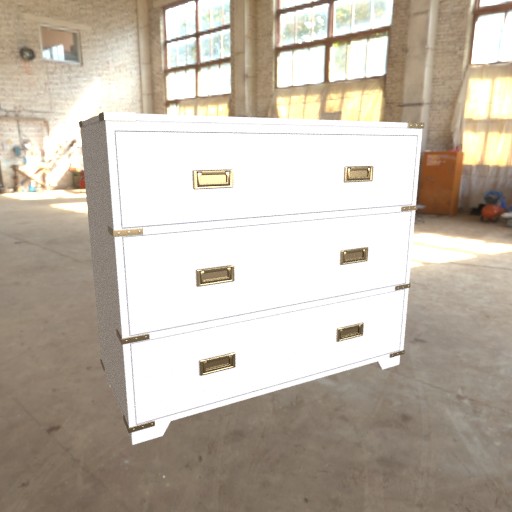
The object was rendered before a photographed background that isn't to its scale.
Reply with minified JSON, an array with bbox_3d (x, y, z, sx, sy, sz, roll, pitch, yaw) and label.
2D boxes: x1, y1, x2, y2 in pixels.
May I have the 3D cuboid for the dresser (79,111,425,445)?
[{"bbox_3d":[0.000,0.000,1.538,1.022,0.891,0.460,-7,16,-27],"label":"dresser"}]
